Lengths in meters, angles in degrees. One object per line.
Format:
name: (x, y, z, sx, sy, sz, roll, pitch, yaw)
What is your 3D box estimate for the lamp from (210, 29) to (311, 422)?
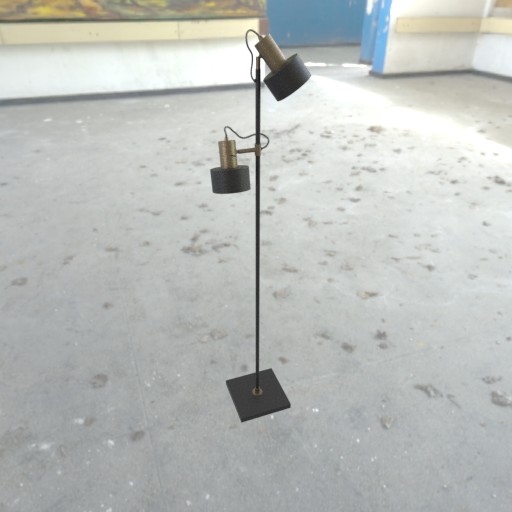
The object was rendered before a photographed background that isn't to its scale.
lamp: (0.000, 0.000, 1.646, 0.315, 1.505, 0.233, -11, 33, -17)
